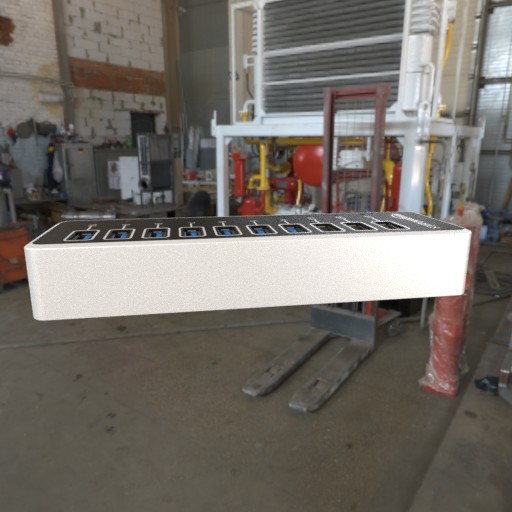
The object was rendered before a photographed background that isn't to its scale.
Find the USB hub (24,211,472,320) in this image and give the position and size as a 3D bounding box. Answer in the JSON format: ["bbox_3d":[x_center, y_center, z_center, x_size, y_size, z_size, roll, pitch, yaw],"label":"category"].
[{"bbox_3d":[0.000,0.000,0.162,0.145,0.023,0.044,-2,15,-9],"label":"USB hub"}]
